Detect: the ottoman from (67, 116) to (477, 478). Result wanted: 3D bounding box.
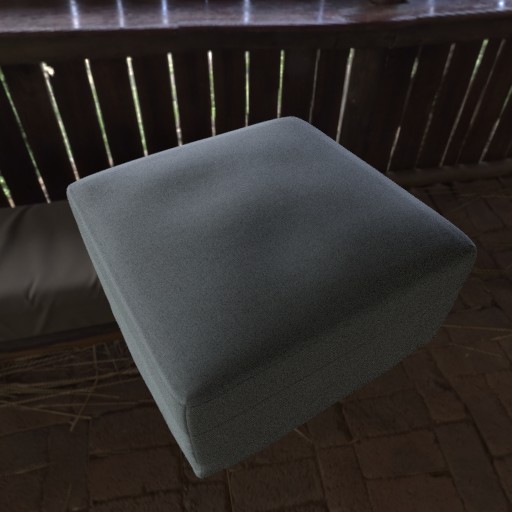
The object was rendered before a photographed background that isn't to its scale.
[{"bbox_3d":[0.000,0.000,1.309,0.842,0.441,0.843,-23,49,-22],"label":"ottoman"}]
